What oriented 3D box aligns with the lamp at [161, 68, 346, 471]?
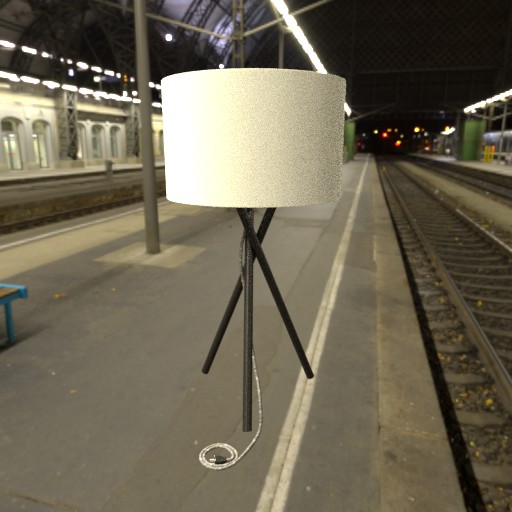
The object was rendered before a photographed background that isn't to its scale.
[{"bbox_3d":[0.000,0.000,0.911,0.353,0.674,0.422,-2,14,-7],"label":"lamp"}]
